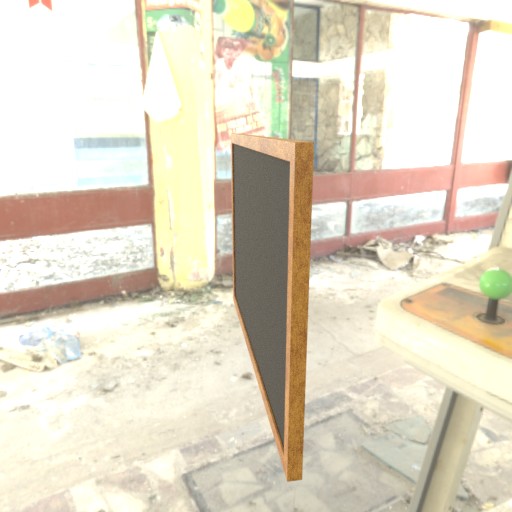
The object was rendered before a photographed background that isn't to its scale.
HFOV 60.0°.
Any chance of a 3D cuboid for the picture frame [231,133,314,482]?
[{"bbox_3d":[0.000,0.000,1.189,0.029,0.621,0.922,-3,16,-9],"label":"picture frame"}]
